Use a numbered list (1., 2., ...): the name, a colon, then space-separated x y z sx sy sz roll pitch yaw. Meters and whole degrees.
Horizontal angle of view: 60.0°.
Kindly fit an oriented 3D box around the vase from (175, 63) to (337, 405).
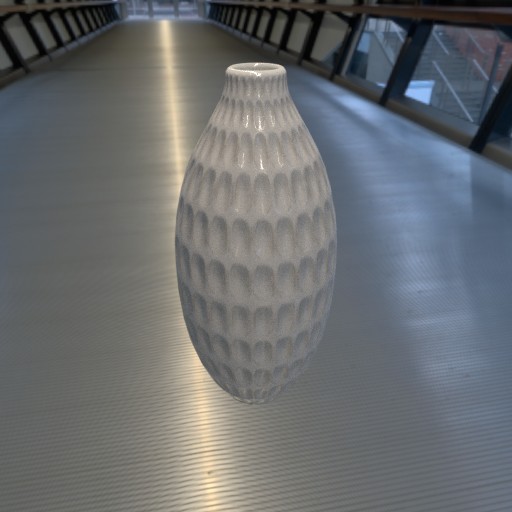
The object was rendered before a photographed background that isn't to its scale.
1. vase: 0.000 0.000 0.355 0.127 0.282 0.127 0 31 0
